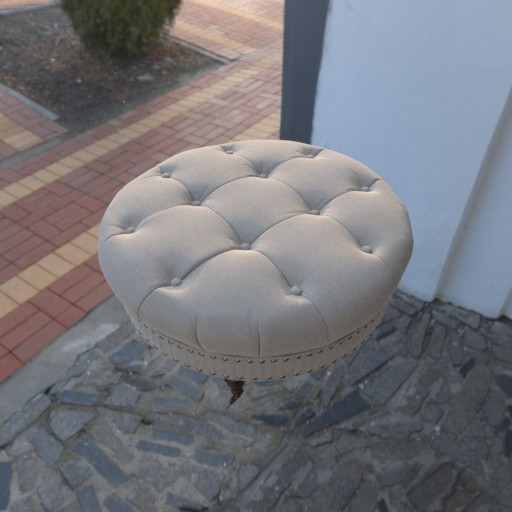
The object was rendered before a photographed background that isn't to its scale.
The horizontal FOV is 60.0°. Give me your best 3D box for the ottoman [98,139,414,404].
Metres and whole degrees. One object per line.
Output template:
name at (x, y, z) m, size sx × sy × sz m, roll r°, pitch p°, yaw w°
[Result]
ottoman at (0.000, 0.000, 1.399) m, size 0.901 × 0.439 × 0.901 m, roll 0°, pitch 42°, yaw 0°
